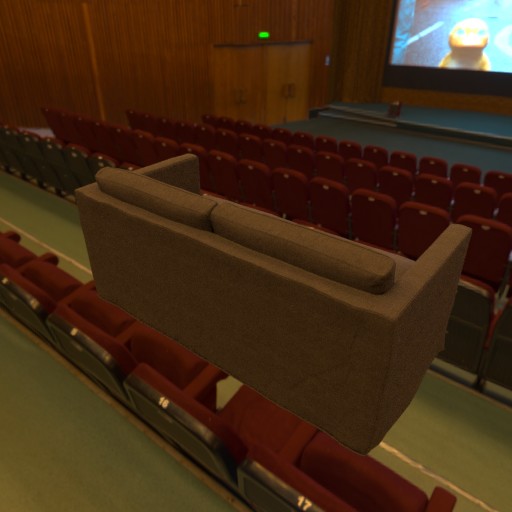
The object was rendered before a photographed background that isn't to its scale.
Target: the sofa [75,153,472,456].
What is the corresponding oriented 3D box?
[{"bbox_3d":[0.000,0.000,2.474,1.982,0.855,0.953,22,36,33],"label":"sofa"}]
